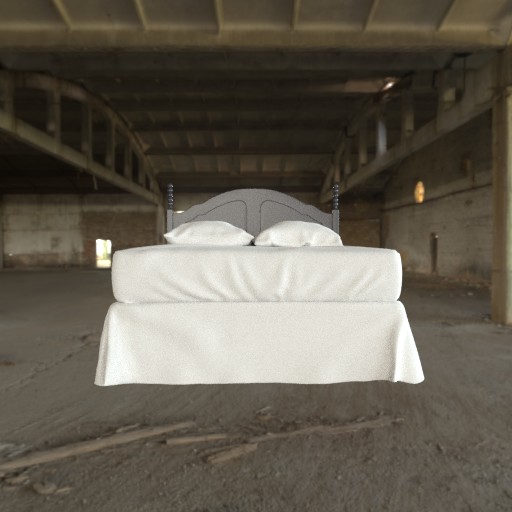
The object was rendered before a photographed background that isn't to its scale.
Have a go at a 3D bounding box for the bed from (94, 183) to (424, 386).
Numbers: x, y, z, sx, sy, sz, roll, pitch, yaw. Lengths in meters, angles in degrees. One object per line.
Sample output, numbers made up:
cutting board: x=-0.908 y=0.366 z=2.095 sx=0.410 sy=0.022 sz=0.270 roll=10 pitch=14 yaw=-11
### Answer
bed: x=0.000 y=0.000 z=3.309 sx=1.873 sy=1.356 sz=2.040 roll=0 pitch=1 yaw=-1
